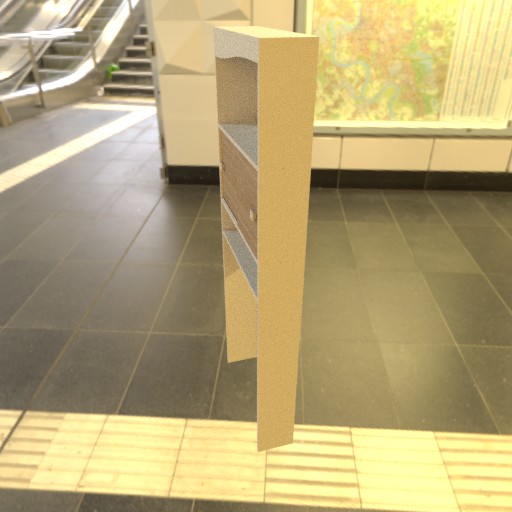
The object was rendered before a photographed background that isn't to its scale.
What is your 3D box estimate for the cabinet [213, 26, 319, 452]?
[{"bbox_3d":[0.000,0.000,1.952,0.192,1.770,0.643,-8,31,-14],"label":"cabinet"}]
